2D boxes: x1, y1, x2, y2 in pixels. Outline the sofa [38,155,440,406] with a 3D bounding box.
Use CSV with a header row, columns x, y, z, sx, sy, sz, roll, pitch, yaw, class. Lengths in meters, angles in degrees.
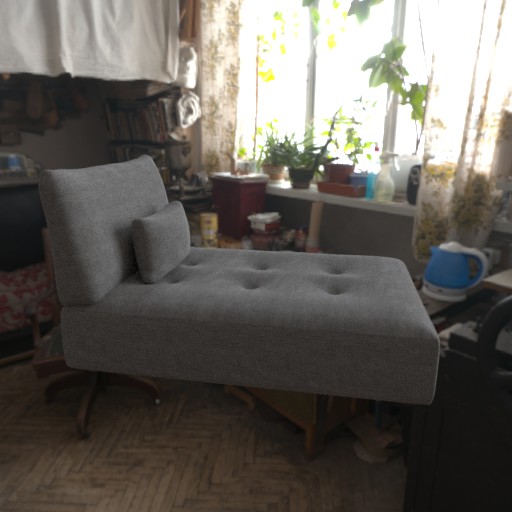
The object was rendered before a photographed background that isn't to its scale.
x,y,z,sx,sy,sz,roll,pitch,yaw,class
0.000,0.000,1.980,1.450,0.820,0.930,3,17,10,sofa
